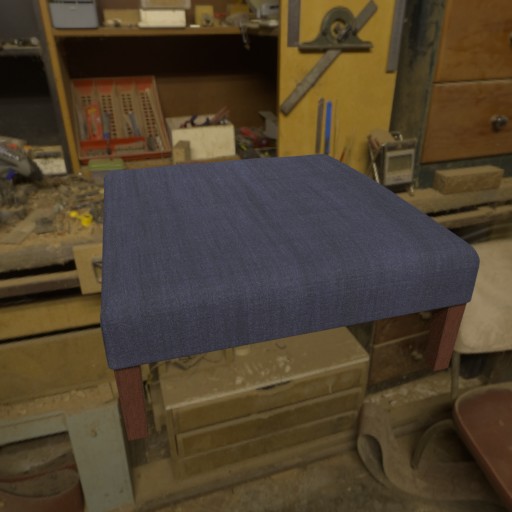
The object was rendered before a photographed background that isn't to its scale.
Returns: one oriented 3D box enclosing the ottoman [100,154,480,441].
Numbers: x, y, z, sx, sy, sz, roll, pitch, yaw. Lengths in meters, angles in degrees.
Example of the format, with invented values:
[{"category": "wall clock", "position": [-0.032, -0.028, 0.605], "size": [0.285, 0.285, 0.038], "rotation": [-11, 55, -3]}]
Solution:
[{"category": "ottoman", "position": [0.000, 0.000, 1.401], "size": [0.889, 0.411, 0.890], "rotation": [-8, 30, -14]}]
